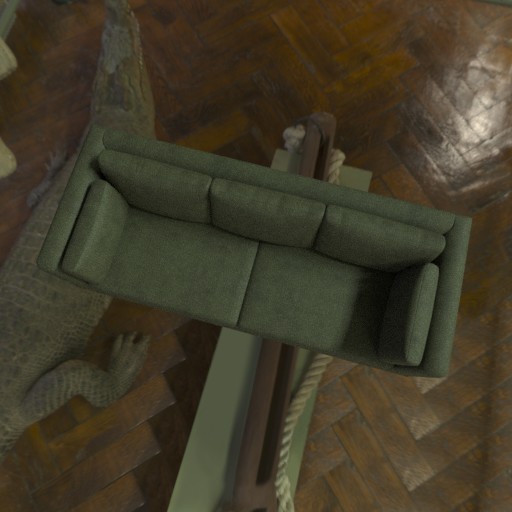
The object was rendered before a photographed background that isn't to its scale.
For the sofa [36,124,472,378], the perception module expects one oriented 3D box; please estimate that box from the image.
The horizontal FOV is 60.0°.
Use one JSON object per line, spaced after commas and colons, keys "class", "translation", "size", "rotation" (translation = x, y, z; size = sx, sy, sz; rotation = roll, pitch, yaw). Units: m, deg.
{"class": "sofa", "translation": [0.000, 0.000, 2.900], "size": [2.415, 0.867, 0.969], "rotation": [15, 76, 4]}
